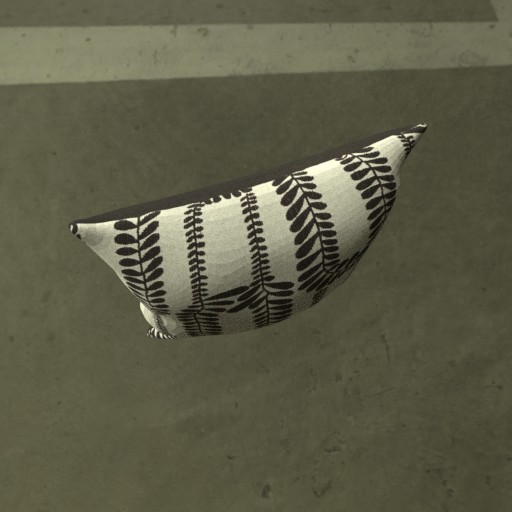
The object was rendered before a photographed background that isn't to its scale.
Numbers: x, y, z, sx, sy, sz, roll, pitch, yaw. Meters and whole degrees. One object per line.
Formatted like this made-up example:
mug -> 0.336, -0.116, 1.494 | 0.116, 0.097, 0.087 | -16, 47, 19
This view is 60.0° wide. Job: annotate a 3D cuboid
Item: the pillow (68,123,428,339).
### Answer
pillow -> 0.000, 0.000, 0.690 | 0.440, 0.441, 0.182 | -18, 66, -8
